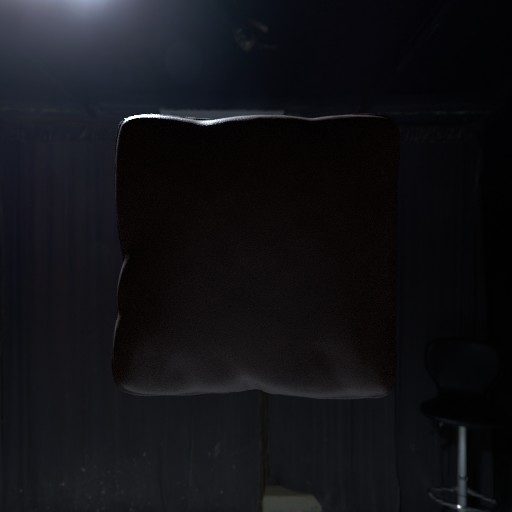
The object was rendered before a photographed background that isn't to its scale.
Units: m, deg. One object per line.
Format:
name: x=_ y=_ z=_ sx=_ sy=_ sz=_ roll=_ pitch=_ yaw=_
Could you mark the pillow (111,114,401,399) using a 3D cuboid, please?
pillow: x=0.000 y=0.000 z=0.822 sx=0.532 sy=0.523 sz=0.236 roll=0 pitch=-1 yaw=1
